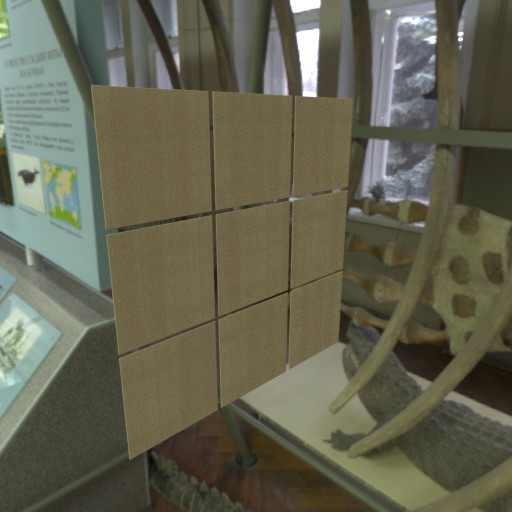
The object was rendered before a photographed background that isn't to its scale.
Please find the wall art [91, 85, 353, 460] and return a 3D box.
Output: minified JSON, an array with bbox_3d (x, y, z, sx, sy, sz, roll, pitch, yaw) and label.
[{"bbox_3d":[0.000,0.000,2.187,1.517,1.505,0.002,-16,23,-42],"label":"wall art"}]
